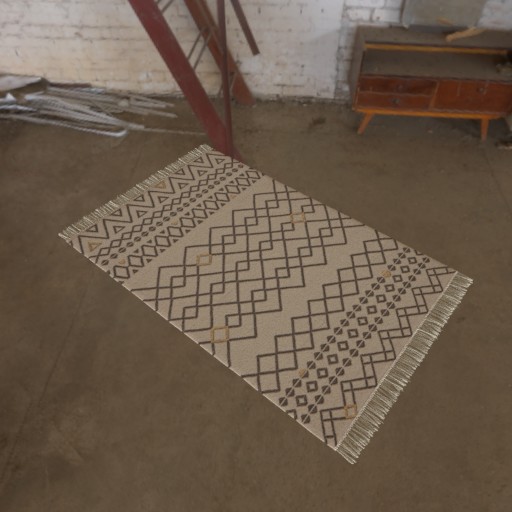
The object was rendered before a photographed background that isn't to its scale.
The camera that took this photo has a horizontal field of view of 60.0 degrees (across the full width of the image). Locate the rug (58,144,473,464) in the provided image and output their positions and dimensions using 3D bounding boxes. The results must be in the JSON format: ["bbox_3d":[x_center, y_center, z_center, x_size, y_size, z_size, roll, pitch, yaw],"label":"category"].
[{"bbox_3d":[0.000,0.000,2.478,2.023,0.028,1.224,31,55,26],"label":"rug"}]
